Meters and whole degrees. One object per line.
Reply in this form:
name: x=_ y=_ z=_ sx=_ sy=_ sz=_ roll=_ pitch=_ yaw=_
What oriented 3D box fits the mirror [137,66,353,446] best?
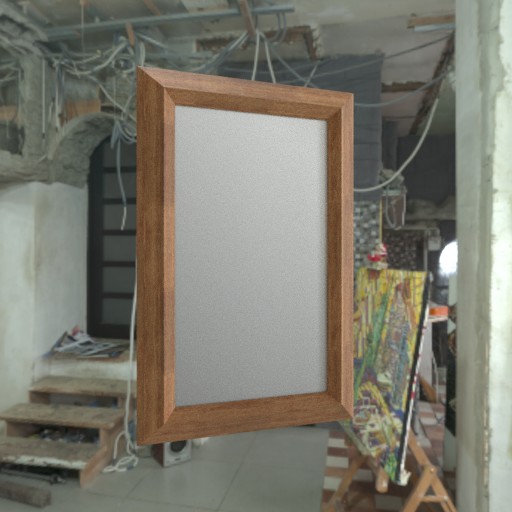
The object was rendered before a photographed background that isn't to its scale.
mirror: x=0.000 y=0.000 z=1.255 sx=0.651 sy=1.010 sz=0.047 roll=0 pitch=0 yaw=-18
